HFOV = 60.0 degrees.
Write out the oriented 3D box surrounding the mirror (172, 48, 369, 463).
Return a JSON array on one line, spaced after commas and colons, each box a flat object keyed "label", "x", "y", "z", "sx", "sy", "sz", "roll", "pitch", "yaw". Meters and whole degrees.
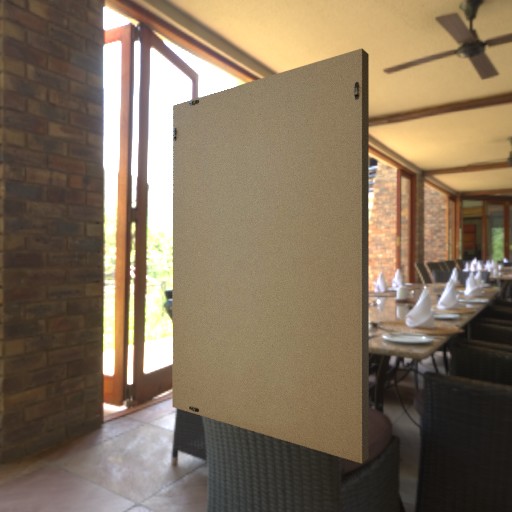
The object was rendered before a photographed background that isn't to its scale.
[{"label": "mirror", "x": 0.000, "y": 0.000, "z": 1.171, "sx": 0.609, "sy": 0.915, "sz": 0.041, "roll": 0, "pitch": 0, "yaw": 37}]
